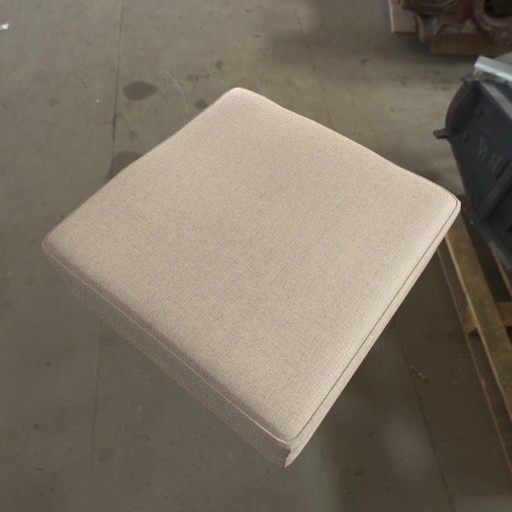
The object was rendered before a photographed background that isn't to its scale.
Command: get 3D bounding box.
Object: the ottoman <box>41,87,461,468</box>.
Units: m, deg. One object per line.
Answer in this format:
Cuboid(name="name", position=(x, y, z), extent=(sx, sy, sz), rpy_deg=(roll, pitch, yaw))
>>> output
Cuboid(name="ottoman", position=(0.000, 0.000, 1.335), extent=(0.838, 0.481, 0.838), rpy_deg=(33, 63, 19))
